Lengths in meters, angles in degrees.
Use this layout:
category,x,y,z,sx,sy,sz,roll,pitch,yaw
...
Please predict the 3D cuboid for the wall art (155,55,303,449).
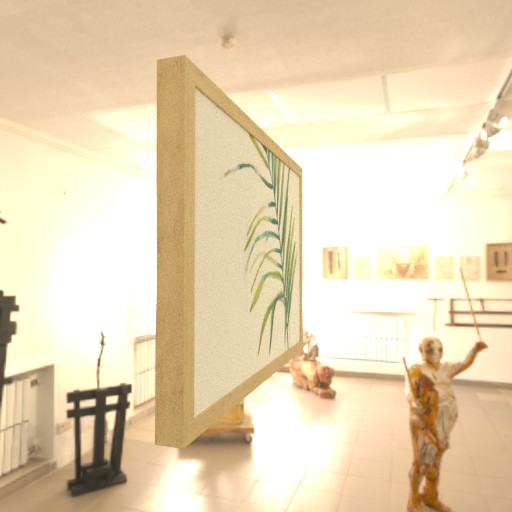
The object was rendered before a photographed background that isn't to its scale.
category,x,y,z,sx,sy,sz,roll,pitch,yaw
wall art,0.000,0.000,0.685,0.032,0.380,0.532,0,-1,18
